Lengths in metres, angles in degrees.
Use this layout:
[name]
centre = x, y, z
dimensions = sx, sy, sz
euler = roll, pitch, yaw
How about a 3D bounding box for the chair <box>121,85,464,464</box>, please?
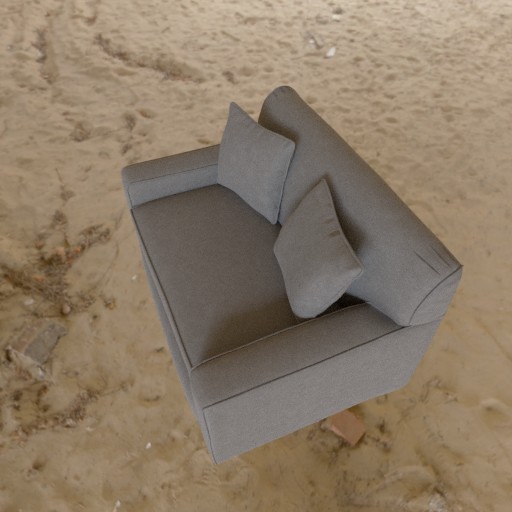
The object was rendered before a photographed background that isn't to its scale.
[chair]
centre = 0.000, 0.000, 2.059
dimensions = 0.992, 0.953, 1.395
euler = -17, 50, -15
